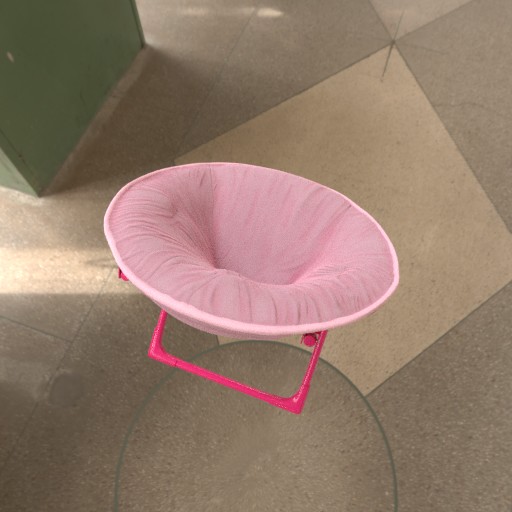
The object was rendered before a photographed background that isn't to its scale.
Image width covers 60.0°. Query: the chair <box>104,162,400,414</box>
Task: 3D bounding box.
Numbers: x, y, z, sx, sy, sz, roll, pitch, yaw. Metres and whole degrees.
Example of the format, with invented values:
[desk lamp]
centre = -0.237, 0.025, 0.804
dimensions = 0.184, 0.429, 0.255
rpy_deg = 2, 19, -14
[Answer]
[chair]
centre = 0.000, 0.000, 0.897
dimensions = 0.522, 0.494, 0.459
rpy_deg = 18, 65, 9
